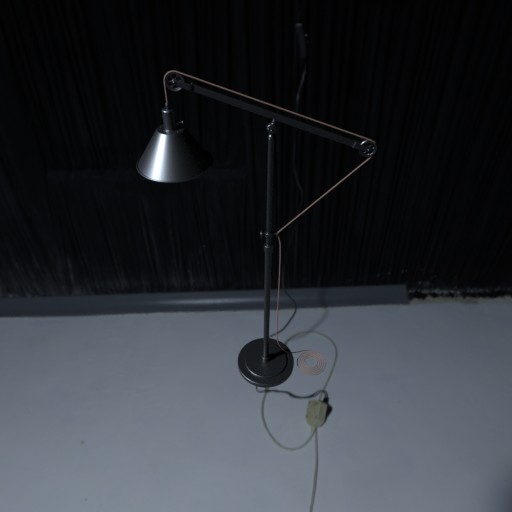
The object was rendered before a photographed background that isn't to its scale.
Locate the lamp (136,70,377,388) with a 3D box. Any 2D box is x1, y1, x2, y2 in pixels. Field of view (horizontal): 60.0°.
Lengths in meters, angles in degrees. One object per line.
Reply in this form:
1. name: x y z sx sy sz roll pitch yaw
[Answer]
1. lamp: 0.000 0.000 1.999 0.904 1.626 0.319 0 41 0
